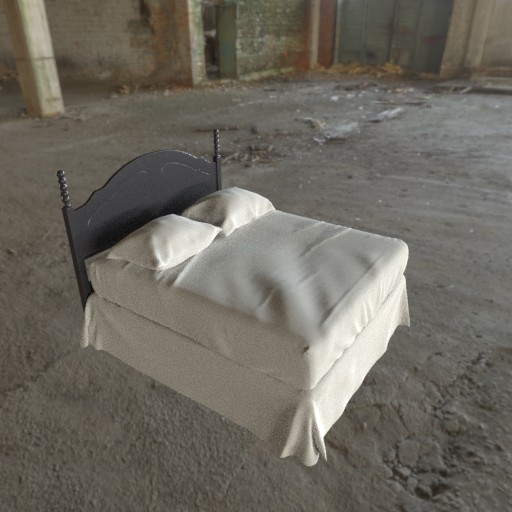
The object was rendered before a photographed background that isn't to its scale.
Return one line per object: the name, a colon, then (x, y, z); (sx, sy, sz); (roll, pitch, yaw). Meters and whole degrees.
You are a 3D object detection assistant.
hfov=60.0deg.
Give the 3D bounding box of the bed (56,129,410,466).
bed: (0.000, 0.000, 3.268); (2.040, 1.356, 1.873); (17, 32, 30)
